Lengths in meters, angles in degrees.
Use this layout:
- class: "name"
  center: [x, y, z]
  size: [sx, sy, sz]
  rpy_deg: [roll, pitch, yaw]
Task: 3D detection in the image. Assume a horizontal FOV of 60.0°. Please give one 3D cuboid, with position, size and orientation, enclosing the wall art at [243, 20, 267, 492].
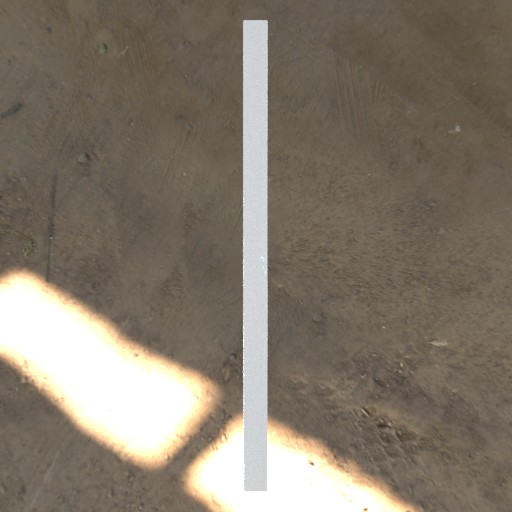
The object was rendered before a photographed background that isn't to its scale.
- class: "wall art"
  center: [0.000, 0.000, 1.372]
  size: [0.053, 0.787, 1.041]
  rpy_deg: [0, 90, 0]
